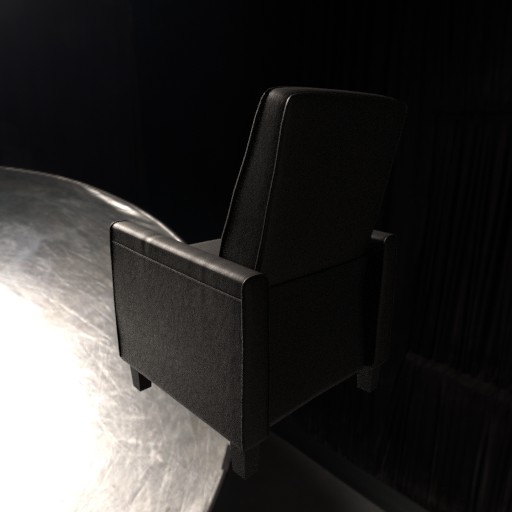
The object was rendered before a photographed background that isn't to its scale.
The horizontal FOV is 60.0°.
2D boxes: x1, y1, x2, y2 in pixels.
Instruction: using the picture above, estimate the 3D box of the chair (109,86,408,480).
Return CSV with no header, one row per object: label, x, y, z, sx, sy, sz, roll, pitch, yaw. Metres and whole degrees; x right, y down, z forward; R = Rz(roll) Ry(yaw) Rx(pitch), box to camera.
chair,0.000,0.000,1.490,0.705,1.013,0.746,-14,21,-41
